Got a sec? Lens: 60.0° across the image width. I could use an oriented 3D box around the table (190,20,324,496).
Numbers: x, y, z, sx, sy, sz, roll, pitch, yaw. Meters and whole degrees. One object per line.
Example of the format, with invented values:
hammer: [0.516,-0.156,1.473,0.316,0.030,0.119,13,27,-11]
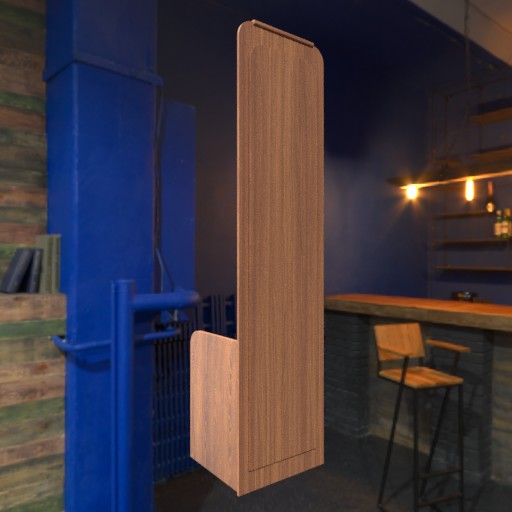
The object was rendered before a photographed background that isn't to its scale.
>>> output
table: [0.000,0.000,1.967,0.450,1.830,0.420,0,0,-36]
